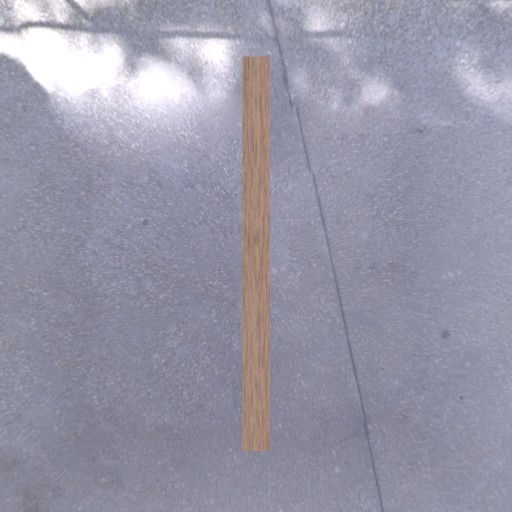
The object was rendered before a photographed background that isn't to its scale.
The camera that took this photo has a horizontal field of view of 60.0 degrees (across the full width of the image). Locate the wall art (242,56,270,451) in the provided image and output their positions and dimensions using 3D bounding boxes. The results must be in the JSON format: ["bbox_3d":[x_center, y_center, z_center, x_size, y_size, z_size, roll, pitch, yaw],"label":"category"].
[{"bbox_3d":[0.000,0.000,0.713,0.028,0.527,0.403,0,89,0],"label":"wall art"}]
